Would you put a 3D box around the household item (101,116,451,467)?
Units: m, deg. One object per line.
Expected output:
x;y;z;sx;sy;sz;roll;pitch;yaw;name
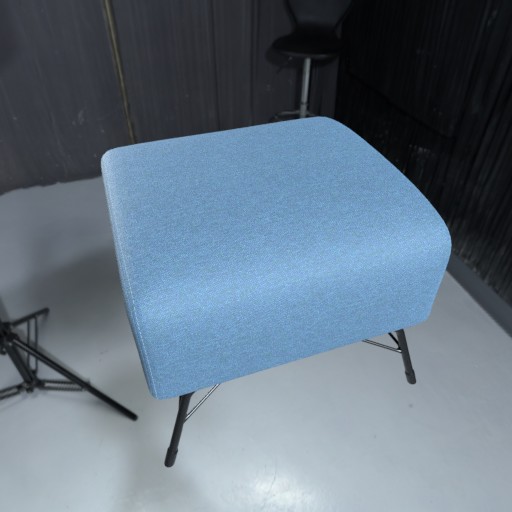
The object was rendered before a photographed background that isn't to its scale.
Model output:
0.000;0.000;0.907;0.530;0.420;0.530;-13;43;-14;household item
